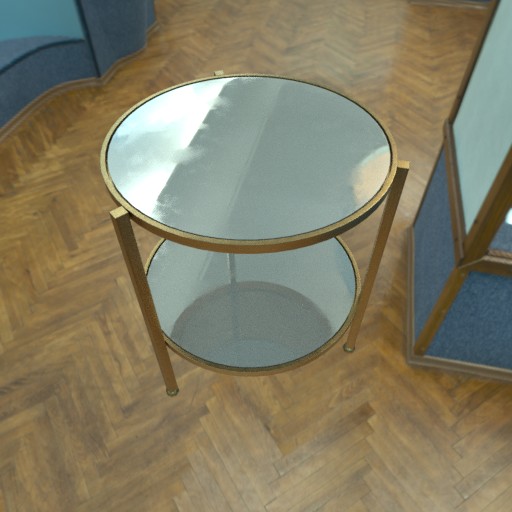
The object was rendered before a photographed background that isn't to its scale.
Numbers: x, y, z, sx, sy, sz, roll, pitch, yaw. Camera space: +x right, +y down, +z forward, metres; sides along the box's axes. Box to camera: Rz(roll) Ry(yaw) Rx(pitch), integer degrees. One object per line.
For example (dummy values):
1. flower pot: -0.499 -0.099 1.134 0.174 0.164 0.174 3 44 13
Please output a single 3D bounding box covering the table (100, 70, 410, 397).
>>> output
1. table: 0.000 0.000 0.451 0.243 0.269 0.231 12 49 10
